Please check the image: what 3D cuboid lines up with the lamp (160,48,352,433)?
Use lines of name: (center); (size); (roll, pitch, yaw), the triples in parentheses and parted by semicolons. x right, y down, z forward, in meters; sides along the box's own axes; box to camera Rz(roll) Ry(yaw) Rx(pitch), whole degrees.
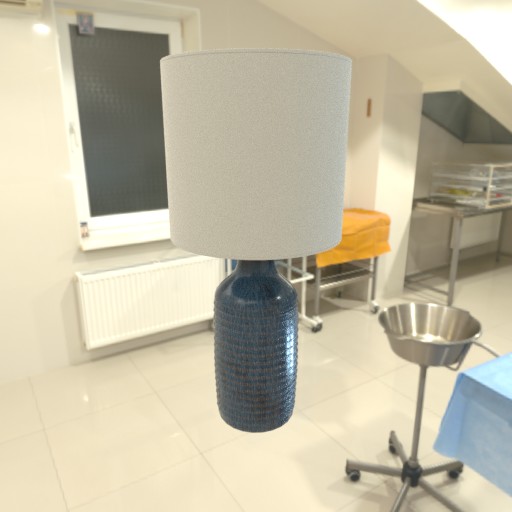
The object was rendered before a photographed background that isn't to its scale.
lamp: (0.000, 0.000, 0.590); (0.220, 0.475, 0.220); (-8, 19, -25)
